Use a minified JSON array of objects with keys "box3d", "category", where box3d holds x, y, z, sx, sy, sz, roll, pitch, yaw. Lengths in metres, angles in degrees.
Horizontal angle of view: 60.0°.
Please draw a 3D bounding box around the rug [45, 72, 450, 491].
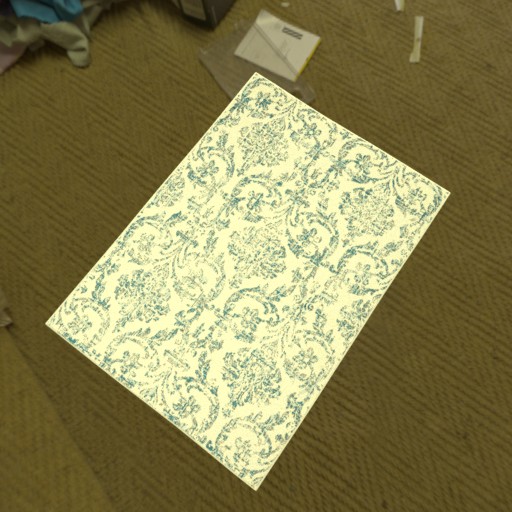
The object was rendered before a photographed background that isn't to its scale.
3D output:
[{"box3d":[0.000,0.000,2.809,1.586,0.014,2.197,35,78,9],"category":"rug"}]
